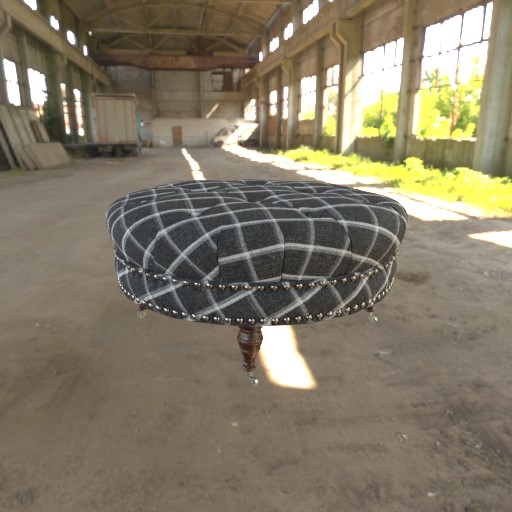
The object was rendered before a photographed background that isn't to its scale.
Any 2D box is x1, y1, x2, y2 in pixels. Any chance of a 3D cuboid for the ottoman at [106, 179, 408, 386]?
[{"bbox_3d":[0.000,0.000,1.411,0.901,0.439,0.901,0,16,0],"label":"ottoman"}]
